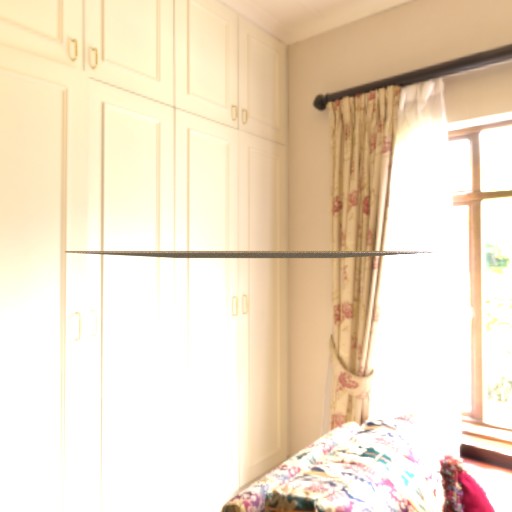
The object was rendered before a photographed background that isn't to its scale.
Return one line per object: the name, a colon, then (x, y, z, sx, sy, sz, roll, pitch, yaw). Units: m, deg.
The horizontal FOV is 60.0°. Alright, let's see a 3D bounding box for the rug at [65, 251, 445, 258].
rug: (0.000, 0.000, 2.975, 1.523, 0.008, 2.438, 0, -1, 0)
